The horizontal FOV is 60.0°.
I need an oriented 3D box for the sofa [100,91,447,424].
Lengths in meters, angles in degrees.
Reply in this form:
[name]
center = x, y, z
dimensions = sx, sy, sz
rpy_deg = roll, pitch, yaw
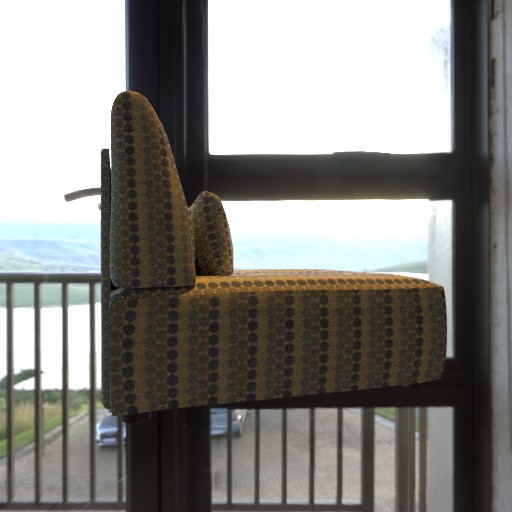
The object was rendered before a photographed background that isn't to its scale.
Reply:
[sofa]
center = 0.000, 0.000, 1.530
dimensions = 1.000, 0.820, 0.700
rpy_deg = 0, 0, -18
